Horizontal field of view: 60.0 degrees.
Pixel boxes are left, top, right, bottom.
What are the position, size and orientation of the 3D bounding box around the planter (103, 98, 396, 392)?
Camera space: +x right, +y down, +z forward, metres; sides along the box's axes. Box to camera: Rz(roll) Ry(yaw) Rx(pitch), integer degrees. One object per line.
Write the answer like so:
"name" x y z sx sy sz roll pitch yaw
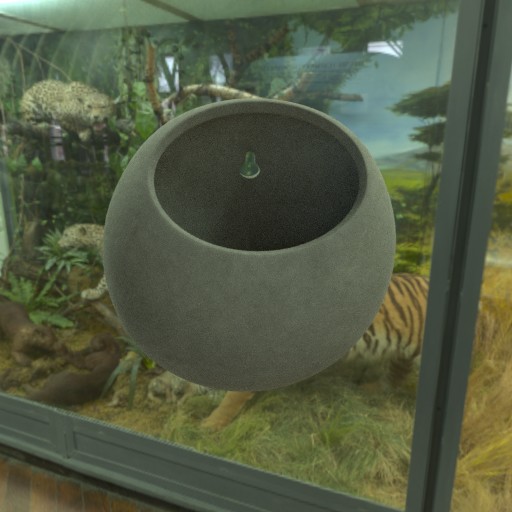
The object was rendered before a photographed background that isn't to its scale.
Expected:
"planter" 0.000 0.000 0.279 0.185 0.188 0.071 -2 15 -9
